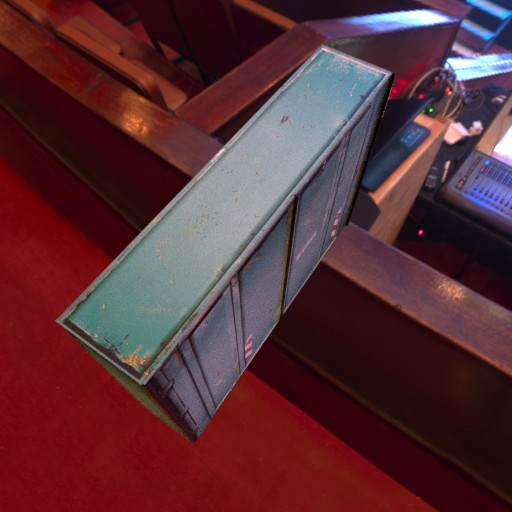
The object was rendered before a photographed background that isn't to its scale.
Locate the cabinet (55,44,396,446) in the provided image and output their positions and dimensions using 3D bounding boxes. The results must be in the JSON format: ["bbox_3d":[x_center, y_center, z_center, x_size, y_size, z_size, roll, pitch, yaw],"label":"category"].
[{"bbox_3d":[0.000,0.000,3.940,0.680,2.160,3.001,30,64,16],"label":"cabinet"}]
